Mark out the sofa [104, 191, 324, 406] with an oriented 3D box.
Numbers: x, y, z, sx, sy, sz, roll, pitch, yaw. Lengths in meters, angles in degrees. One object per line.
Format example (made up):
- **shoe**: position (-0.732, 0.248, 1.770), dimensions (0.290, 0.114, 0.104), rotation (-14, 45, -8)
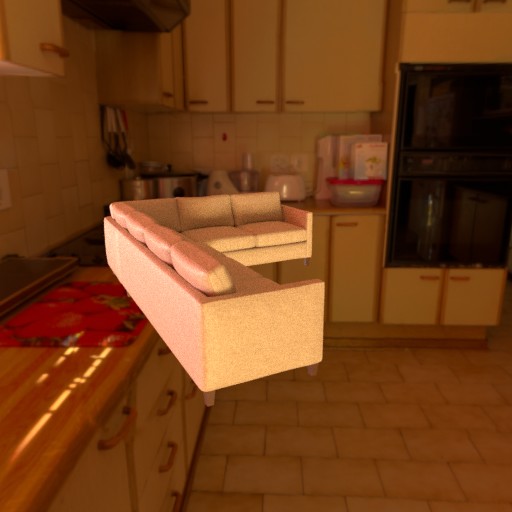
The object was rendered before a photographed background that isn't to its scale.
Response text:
- **sofa**: position (0.000, 0.000, 4.624), dimensions (2.522, 0.934, 3.333), rotation (-8, 17, -27)
